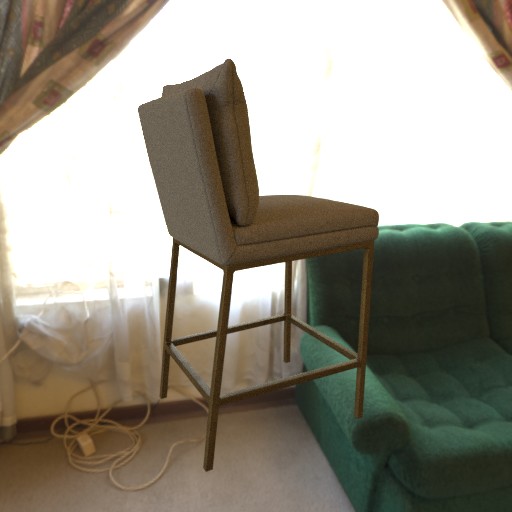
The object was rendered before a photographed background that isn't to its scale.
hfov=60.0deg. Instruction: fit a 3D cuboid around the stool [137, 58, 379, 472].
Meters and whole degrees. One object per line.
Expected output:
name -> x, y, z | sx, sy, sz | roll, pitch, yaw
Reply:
stool -> 0.000, 0.000, 1.357 | 0.569, 1.030, 0.463 | -8, 16, -28
